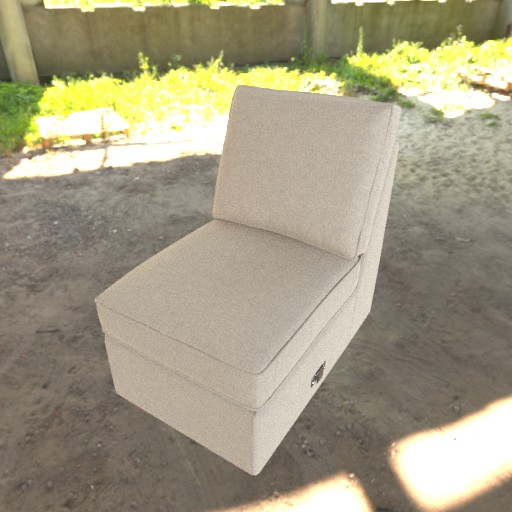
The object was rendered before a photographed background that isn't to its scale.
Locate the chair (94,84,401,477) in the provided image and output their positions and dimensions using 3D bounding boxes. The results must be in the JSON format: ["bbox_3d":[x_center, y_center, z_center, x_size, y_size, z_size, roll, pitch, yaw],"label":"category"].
[{"bbox_3d":[0.000,0.000,1.513,0.621,0.970,0.938,18,35,28],"label":"chair"}]
